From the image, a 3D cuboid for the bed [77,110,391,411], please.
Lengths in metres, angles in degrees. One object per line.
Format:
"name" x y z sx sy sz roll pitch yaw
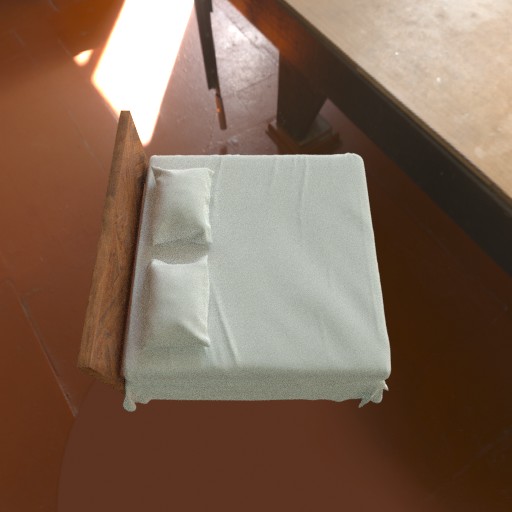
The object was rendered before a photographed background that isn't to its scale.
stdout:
"bed" 0.000 0.000 3.580 2.165 1.158 2.255 0 64 0
